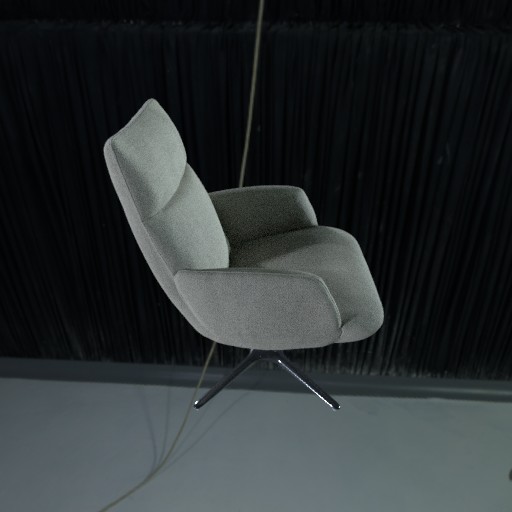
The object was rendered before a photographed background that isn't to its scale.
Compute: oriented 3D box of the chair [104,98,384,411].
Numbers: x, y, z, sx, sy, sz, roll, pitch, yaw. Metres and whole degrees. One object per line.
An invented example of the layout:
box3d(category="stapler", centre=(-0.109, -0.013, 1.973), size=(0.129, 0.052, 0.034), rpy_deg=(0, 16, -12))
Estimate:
box3d(category="chair", centre=(0.000, 0.000, 1.636), size=(0.889, 1.016, 0.711), rpy_deg=(0, 31, 0))
